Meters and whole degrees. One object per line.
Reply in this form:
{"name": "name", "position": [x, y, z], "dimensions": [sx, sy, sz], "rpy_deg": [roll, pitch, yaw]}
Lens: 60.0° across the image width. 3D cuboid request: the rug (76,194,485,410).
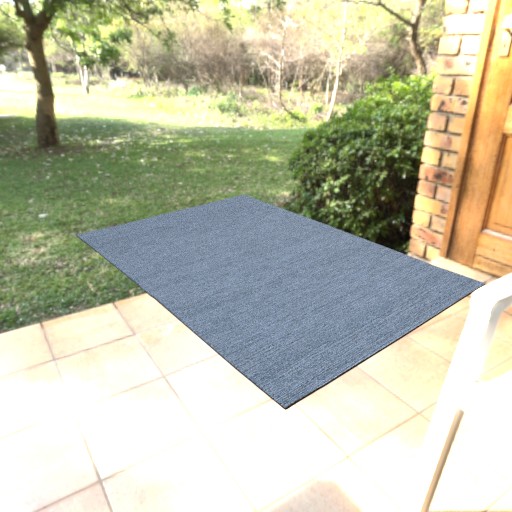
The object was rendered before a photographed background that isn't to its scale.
{"name": "rug", "position": [0.000, 0.000, 2.986], "dimensions": [1.616, 0.030, 2.338], "rpy_deg": [-19, 31, -35]}
